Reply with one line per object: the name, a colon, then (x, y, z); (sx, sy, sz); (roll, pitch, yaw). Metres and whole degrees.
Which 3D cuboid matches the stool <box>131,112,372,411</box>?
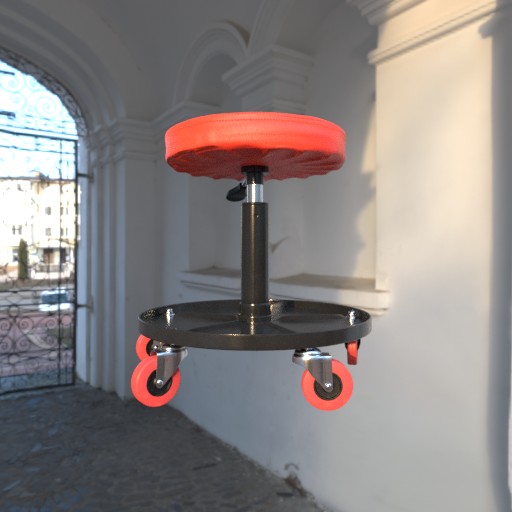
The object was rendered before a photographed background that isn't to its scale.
stool: (0.000, 0.000, 0.688); (0.381, 0.365, 0.382); (0, 1, -17)
